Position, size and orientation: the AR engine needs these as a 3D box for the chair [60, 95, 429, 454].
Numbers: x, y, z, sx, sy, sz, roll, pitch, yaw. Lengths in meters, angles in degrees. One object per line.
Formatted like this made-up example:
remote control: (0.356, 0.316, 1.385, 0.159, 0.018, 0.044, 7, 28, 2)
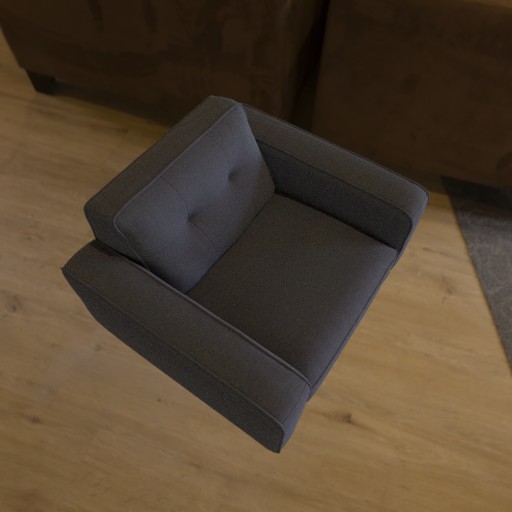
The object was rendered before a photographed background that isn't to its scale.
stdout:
chair: (0.000, 0.000, 1.791, 0.953, 0.783, 1.118, 30, 62, 18)
